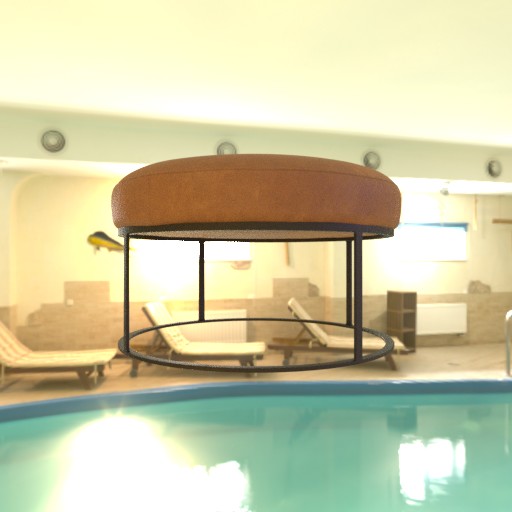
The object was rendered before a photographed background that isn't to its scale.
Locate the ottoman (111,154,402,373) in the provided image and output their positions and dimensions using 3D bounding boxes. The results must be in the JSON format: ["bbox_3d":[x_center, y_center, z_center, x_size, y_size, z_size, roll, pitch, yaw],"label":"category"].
[{"bbox_3d":[0.000,0.000,1.235,0.771,0.460,0.771,0,0,0],"label":"ottoman"}]
